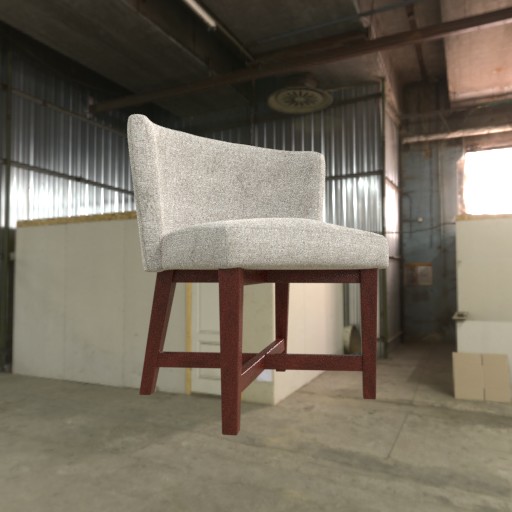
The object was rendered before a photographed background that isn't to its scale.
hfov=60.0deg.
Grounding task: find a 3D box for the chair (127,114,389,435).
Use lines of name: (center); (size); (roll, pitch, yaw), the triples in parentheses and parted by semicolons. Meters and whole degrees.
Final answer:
chair: (0.000, 0.000, 1.333); (0.728, 0.827, 0.575); (1, -2, -36)
